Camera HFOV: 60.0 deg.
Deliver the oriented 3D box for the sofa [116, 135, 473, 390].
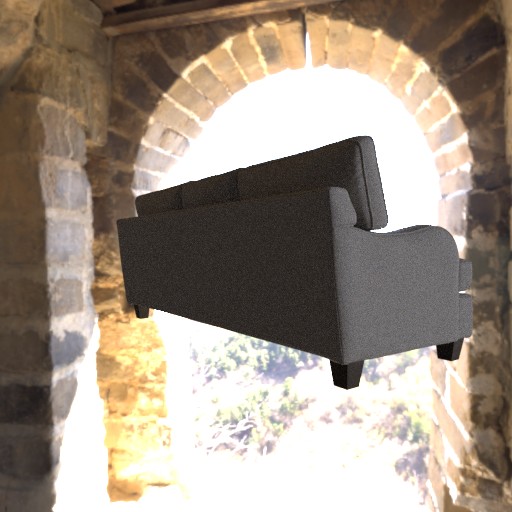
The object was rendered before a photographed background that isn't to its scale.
[{"bbox_3d":[0.000,0.000,2.802,1.016,0.997,2.323,-1,1,-36],"label":"sofa"}]
